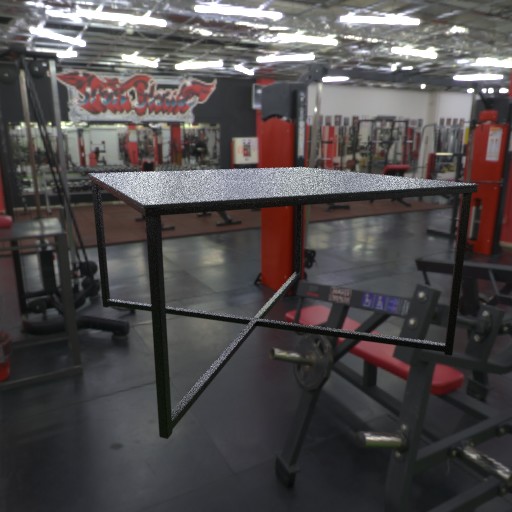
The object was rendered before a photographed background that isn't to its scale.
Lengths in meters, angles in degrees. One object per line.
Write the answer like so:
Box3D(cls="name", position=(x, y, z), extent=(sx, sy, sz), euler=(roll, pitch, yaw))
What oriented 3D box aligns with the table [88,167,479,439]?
Box3D(cls="table", position=(0.000, 0.000, 1.296), extent=(0.800, 0.450, 0.800), euler=(-7, 16, -25))
